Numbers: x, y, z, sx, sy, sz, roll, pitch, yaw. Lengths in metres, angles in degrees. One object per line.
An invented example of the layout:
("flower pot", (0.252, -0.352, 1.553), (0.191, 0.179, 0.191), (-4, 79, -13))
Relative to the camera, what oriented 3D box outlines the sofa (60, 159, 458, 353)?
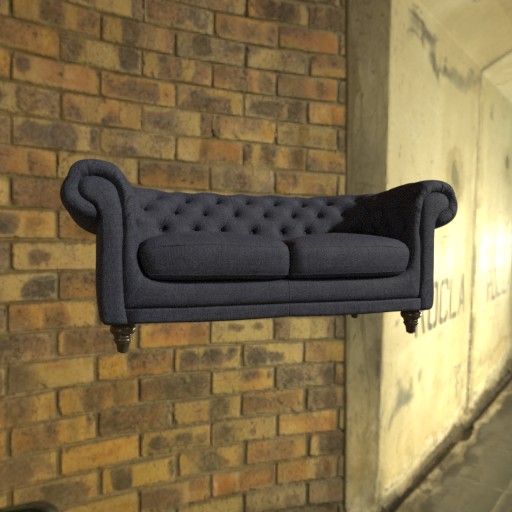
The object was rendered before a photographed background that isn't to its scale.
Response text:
("sofa", (0.000, 0.000, 2.549), (1.988, 0.833, 1.082), (0, 0, -18))
